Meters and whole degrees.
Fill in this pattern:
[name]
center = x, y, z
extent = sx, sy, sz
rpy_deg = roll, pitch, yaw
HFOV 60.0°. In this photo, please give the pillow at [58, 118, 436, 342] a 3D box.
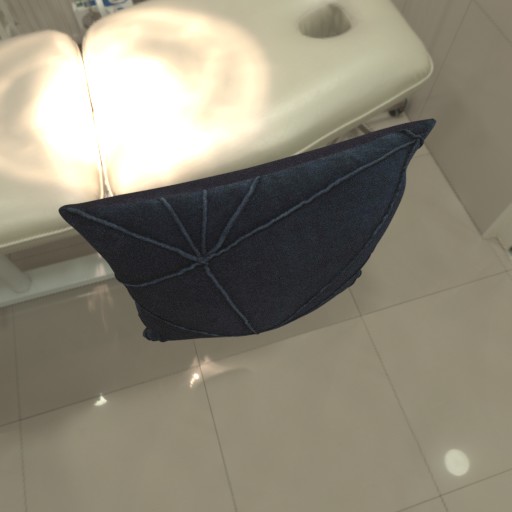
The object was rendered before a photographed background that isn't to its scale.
[pillow]
center = 0.000, 0.000, 0.667
extent = 0.439, 0.440, 0.183
rpy_deg = -16, 64, -8
